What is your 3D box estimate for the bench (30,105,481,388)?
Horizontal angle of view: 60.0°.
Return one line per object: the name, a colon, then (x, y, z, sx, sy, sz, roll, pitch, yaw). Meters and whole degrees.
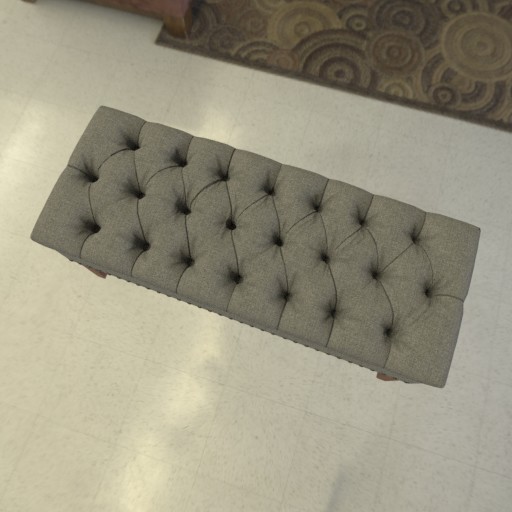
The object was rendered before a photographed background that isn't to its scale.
bench: (0.000, 0.000, 1.290, 1.052, 0.470, 0.417, 19, 74, 6)
